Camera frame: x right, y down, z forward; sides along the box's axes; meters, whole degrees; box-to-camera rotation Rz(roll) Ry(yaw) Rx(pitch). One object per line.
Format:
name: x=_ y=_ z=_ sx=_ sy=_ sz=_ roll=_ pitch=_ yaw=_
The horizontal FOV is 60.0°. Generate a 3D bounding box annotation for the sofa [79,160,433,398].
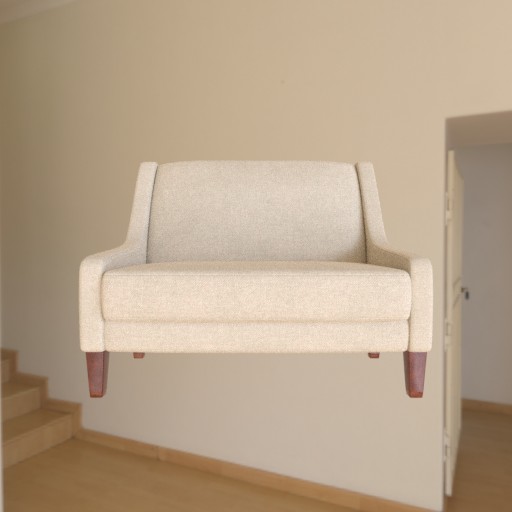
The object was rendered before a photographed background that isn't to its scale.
sofa: x=0.000 y=0.000 z=1.914 sx=1.212 sy=0.976 sz=0.946 roll=0 pitch=1 yaw=0
